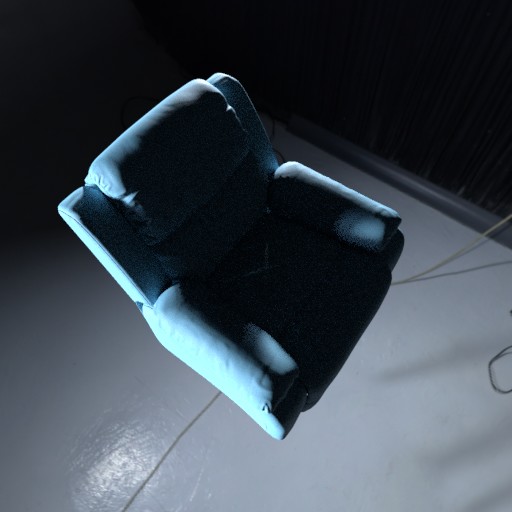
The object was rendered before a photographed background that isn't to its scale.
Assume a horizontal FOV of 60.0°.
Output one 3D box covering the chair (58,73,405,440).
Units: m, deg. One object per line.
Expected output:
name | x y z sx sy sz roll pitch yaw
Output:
chair | 0.000 0.000 1.245 0.709 0.702 0.680 32 64 18
